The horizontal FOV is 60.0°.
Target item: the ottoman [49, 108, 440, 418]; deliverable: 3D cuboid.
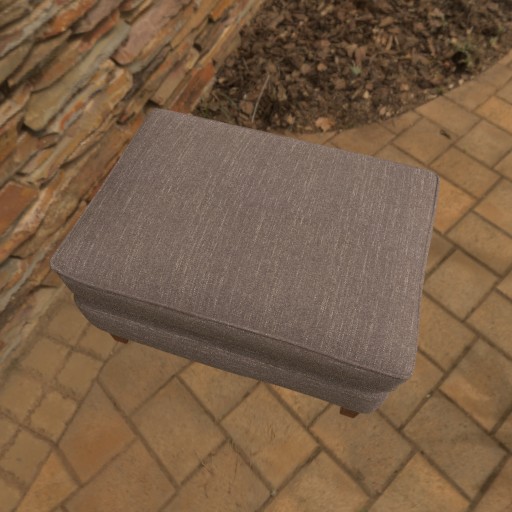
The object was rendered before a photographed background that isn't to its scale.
[{"bbox_3d":[0.000,0.000,0.994,0.686,0.406,0.508,16,60,9],"label":"ottoman"}]
